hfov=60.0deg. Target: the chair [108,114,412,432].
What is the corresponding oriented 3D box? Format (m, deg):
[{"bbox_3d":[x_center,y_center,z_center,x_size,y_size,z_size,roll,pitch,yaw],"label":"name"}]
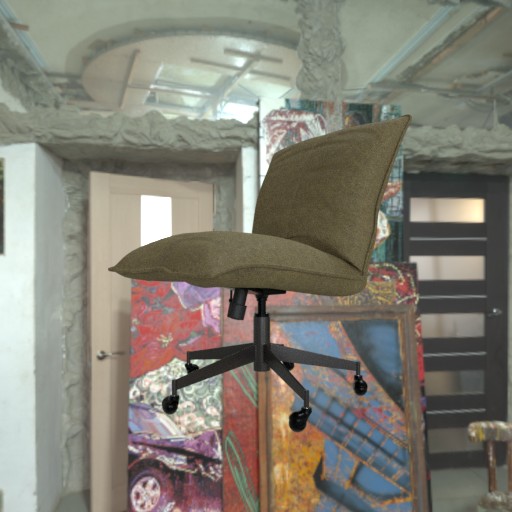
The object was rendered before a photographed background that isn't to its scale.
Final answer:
[{"bbox_3d":[0.000,0.000,1.293,0.696,0.811,0.597,0,0,-38],"label":"chair"}]
